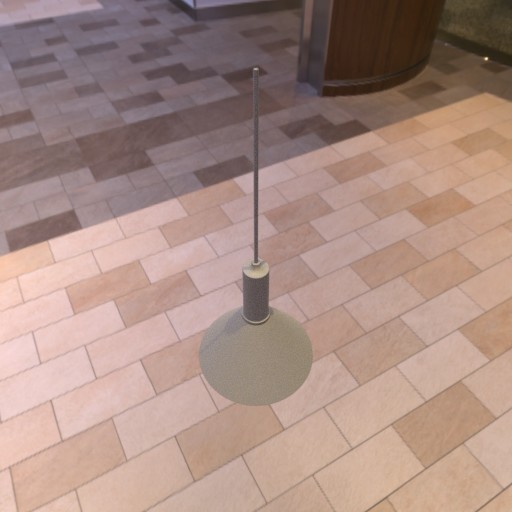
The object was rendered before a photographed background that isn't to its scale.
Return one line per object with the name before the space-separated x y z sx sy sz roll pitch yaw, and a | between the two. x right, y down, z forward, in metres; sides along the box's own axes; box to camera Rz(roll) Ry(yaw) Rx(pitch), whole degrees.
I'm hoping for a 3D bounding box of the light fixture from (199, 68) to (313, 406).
light fixture | 0.000 0.000 0.800 0.267 0.683 0.267 11 48 10
